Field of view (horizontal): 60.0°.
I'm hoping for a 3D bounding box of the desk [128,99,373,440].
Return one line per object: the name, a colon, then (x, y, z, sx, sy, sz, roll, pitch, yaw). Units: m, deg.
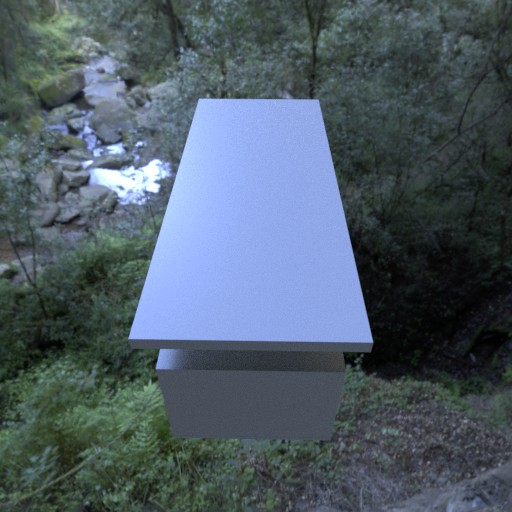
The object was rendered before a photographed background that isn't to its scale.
desk: (0.000, 0.000, 1.919, 0.603, 0.773, 1.530, 1, 41, 1)
